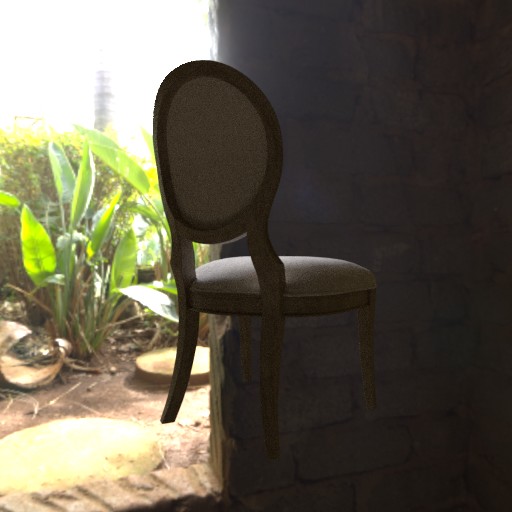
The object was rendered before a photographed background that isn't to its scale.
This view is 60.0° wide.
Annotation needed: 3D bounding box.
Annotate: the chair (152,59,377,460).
[{"bbox_3d":[0.000,0.000,1.352,0.558,0.990,0.602,0,1,36],"label":"chair"}]
